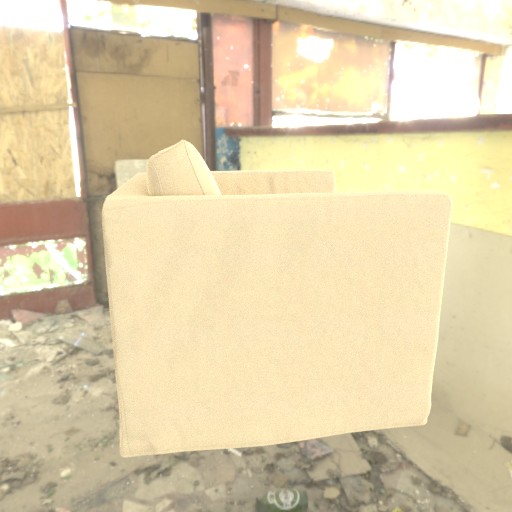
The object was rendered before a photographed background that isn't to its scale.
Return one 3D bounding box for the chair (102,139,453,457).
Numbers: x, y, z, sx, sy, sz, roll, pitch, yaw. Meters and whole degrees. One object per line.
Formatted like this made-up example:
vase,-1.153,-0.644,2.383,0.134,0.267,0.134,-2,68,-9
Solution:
chair,0.000,0.000,1.671,0.947,0.851,1.057,-2,15,-9
